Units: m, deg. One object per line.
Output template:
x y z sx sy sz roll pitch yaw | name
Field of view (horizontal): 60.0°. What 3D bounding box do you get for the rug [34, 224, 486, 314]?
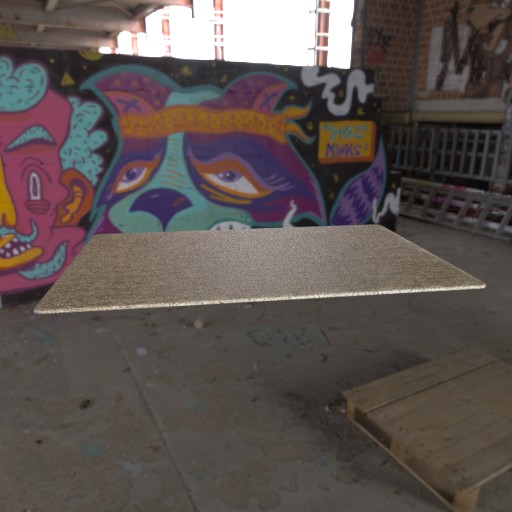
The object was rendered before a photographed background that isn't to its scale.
0.000 0.000 3.085 2.469 0.024 1.539 -2 17 -8 | rug
